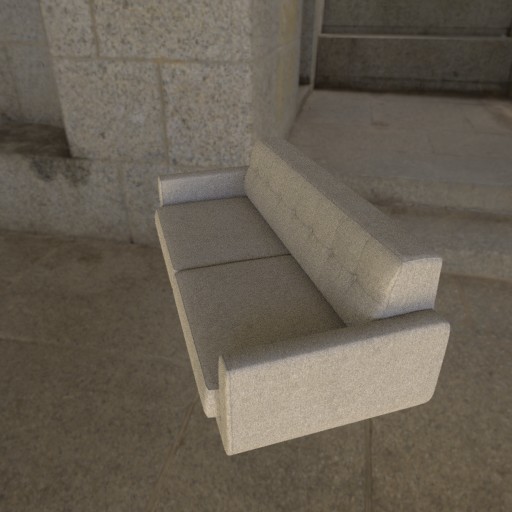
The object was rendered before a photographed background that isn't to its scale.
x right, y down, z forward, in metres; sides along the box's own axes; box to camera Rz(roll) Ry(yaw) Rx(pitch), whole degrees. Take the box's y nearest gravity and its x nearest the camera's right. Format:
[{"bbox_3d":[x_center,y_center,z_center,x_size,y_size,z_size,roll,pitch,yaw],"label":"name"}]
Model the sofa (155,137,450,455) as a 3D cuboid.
[{"bbox_3d":[0.000,0.000,2.515,0.968,0.873,2.055,-9,31,-15],"label":"sofa"}]
